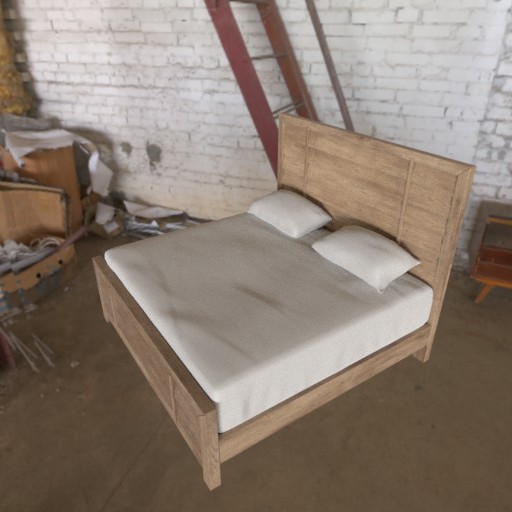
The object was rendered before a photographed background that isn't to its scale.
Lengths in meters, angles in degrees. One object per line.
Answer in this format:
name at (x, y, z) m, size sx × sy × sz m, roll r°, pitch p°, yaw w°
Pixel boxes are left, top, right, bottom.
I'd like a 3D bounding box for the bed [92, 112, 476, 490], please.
bed at (0.000, 0.000, 3.461) m, size 2.032 × 1.626 × 2.032 m, roll -18°, pitch 34°, yaw -29°
